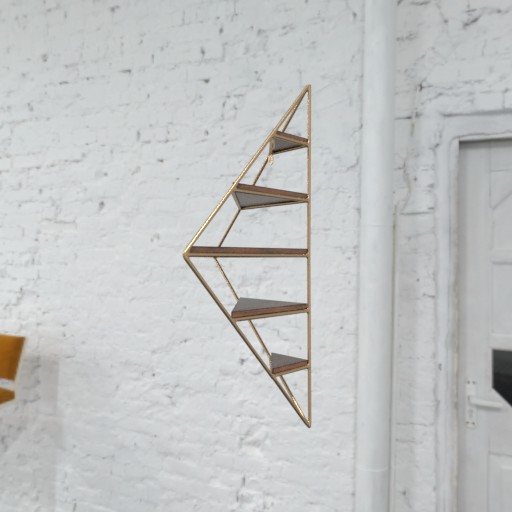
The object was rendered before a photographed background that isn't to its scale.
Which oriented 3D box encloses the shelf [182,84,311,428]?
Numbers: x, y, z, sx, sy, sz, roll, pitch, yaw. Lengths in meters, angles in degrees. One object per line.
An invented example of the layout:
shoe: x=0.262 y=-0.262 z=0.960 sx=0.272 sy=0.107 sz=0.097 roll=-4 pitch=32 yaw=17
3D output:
shelf: x=0.000 y=0.000 z=1.182 sx=0.294 sy=0.913 sz=0.564 roll=0 pitch=0 yaw=1
